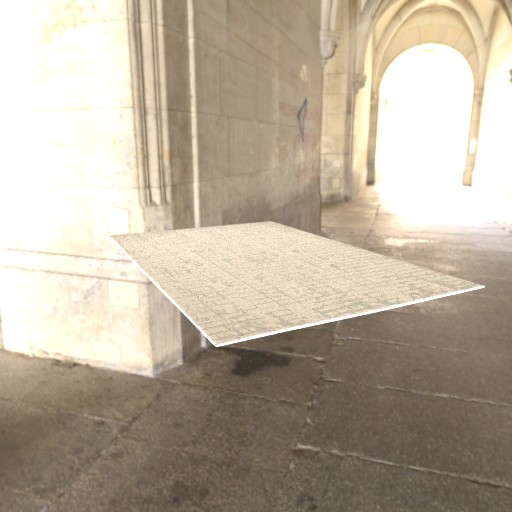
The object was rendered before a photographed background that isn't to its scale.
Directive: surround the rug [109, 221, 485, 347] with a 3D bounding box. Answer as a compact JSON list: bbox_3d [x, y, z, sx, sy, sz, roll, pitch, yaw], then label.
[{"bbox_3d":[0.000,0.000,2.358,1.211,0.007,1.827,-7,16,-27],"label":"rug"}]
